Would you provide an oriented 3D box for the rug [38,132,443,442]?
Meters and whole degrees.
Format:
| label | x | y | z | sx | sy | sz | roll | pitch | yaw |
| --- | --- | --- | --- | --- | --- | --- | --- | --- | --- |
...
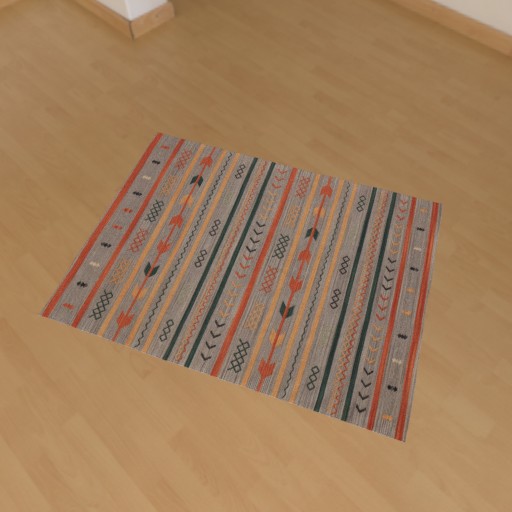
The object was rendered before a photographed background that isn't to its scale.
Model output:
| label | x | y | z | sx | sy | sz | roll | pitch | yaw |
| --- | --- | --- | --- | --- | --- | --- | --- | --- | --- |
| rug | 0.000 | 0.000 | 3.955 | 3.029 | 0.022 | 2.263 | 16 | 60 | 10 |
